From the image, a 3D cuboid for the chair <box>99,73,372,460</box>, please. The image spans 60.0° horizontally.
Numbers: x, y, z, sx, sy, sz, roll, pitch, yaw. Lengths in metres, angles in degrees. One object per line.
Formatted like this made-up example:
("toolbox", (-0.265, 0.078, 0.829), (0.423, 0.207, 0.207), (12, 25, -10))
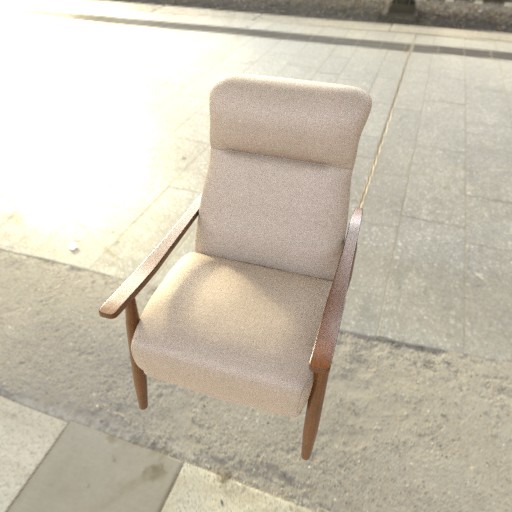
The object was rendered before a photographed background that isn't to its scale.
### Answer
("chair", (0.000, 0.000, 1.776), (0.762, 1.082, 1.030), (12, 42, 13))
